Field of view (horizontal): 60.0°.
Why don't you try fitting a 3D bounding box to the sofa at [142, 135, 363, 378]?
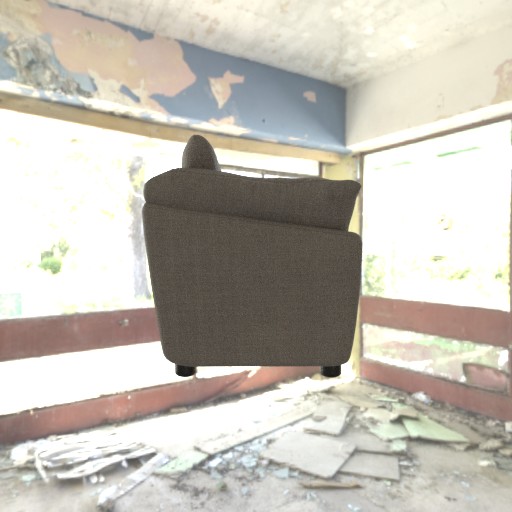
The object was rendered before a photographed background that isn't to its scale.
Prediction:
[{"bbox_3d":[0.000,0.000,2.832,0.878,0.996,2.334,0,0,1],"label":"sofa"}]
